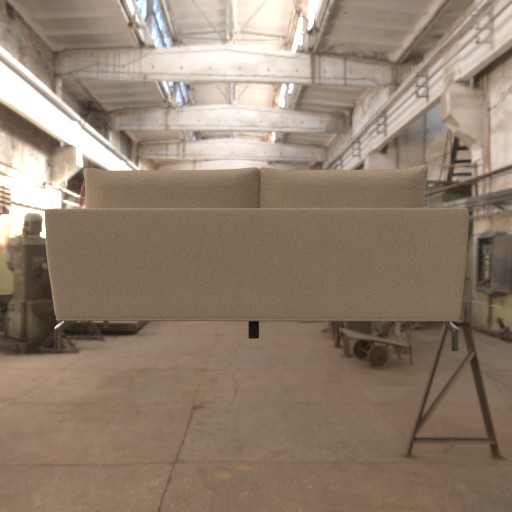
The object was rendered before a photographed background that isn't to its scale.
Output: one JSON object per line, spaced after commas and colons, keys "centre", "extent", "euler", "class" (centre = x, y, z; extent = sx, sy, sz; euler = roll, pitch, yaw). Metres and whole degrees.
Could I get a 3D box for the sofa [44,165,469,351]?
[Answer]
{"centre": [0.000, 0.000, 2.712], "extent": [2.214, 1.005, 0.868], "euler": [0, 0, 1], "class": "sofa"}
